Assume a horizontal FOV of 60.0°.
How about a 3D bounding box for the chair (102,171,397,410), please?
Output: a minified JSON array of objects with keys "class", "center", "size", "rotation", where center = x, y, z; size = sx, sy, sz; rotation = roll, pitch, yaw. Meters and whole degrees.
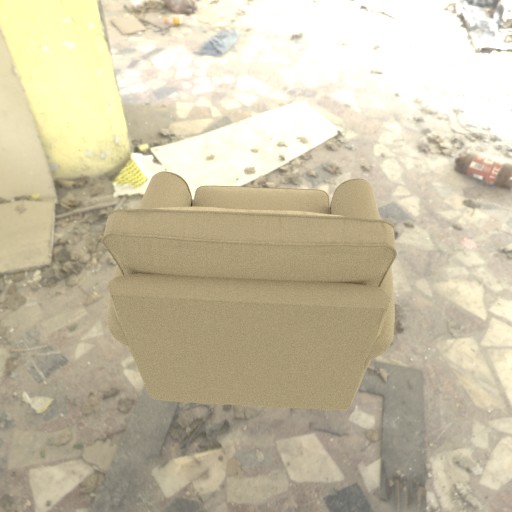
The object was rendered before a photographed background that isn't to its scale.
[{"class":"chair","center":[0.000,0.000,1.831],"size":[1.029,0.967,0.966],"rotation":[3,48,2]}]
